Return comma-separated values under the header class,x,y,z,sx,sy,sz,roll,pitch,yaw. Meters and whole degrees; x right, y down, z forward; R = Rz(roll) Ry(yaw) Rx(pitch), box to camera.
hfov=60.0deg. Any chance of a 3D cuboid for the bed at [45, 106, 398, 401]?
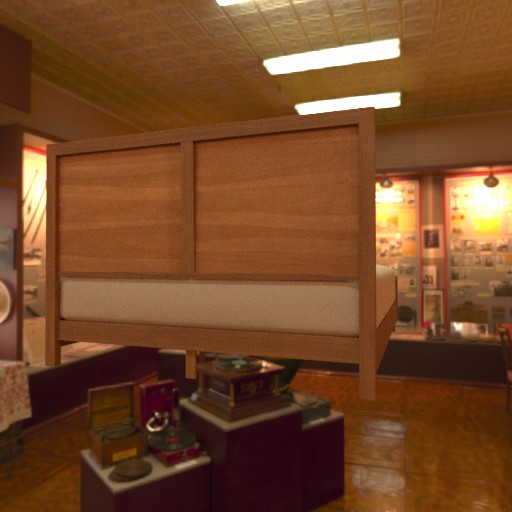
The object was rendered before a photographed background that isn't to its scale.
class,x,y,z,sx,sy,sz,roll,pitch,yaw
bed,0.000,0.000,3.455,2.003,1.387,2.184,0,-1,20
